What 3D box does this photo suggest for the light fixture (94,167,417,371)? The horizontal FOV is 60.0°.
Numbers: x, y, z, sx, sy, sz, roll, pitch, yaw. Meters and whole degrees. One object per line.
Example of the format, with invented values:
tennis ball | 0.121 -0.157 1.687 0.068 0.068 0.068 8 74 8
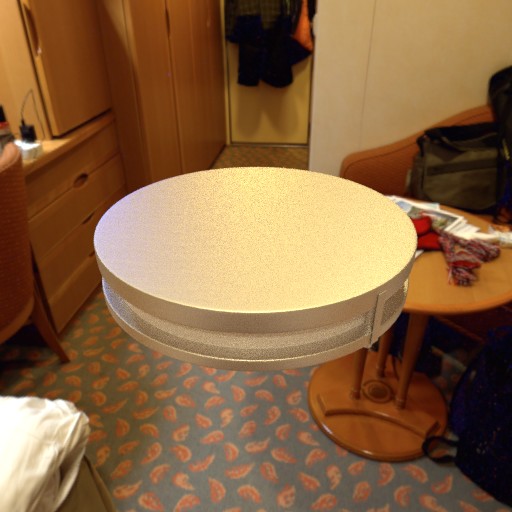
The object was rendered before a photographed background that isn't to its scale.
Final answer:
light fixture | 0.000 0.000 0.532 0.356 0.102 0.356 0 30 0
